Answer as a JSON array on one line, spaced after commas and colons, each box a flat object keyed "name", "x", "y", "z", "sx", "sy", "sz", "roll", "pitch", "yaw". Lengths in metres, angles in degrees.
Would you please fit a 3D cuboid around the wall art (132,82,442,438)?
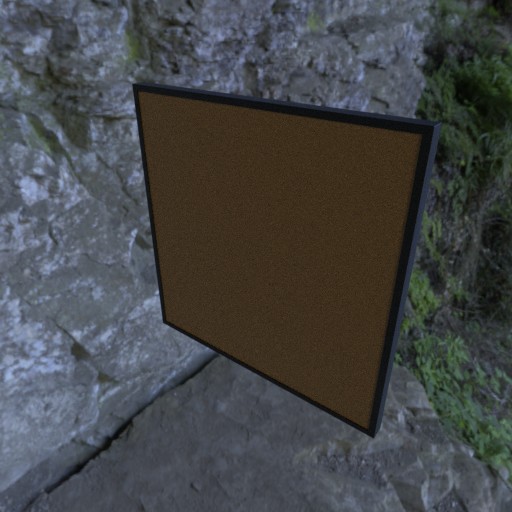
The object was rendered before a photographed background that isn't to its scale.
[{"name": "wall art", "x": 0.000, "y": 0.000, "z": 1.125, "sx": 0.763, "sy": 0.763, "sz": 0.039, "roll": 20, "pitch": 35, "yaw": 32}]
